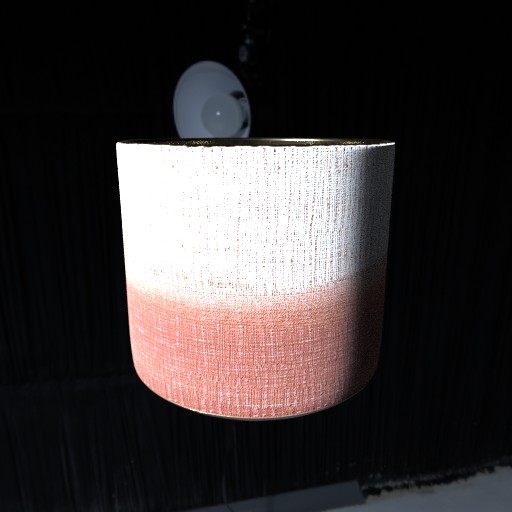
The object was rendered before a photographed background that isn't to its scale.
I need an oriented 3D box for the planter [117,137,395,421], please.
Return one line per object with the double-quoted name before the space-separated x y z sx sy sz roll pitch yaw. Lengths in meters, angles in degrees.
"planter" 0.000 0.000 0.311 0.178 0.157 0.178 0 16 0
